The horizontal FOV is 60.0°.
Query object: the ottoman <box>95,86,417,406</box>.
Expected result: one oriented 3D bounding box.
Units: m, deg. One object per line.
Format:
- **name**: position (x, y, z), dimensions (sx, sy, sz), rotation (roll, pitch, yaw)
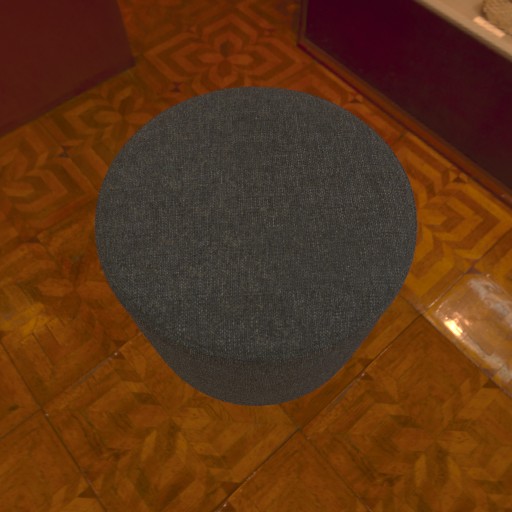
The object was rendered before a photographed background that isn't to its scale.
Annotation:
- **ottoman**: position (0.000, 0.000, 0.879), dimensions (0.520, 0.430, 0.520), rotation (0, 63, 0)
